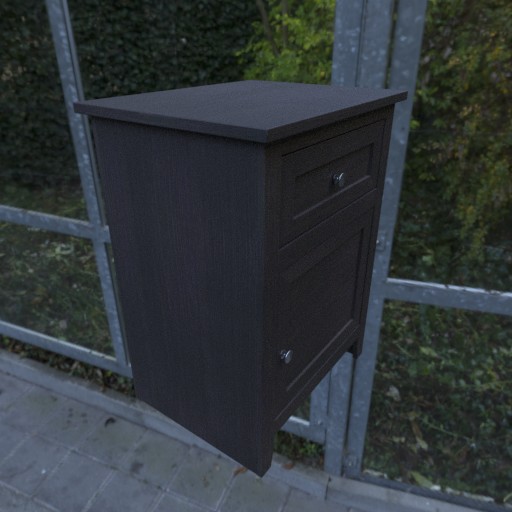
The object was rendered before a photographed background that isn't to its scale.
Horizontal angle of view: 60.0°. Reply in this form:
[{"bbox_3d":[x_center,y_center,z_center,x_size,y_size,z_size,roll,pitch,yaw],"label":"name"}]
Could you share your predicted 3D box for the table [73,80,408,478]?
[{"bbox_3d":[0.000,0.000,0.928,0.381,0.635,0.480,18,32,32],"label":"table"}]
